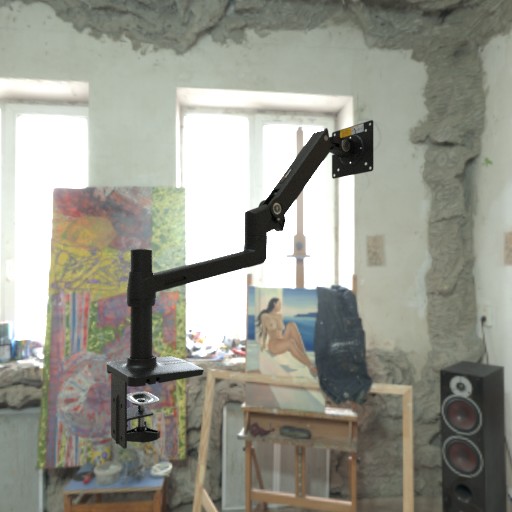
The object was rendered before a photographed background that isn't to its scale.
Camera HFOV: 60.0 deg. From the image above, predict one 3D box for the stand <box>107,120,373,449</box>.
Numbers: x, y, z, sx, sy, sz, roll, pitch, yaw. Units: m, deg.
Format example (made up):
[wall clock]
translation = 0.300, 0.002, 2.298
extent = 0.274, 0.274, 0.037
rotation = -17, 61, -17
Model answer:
[stand]
translation = 0.000, 0.000, 1.023
extent = 0.650, 0.713, 0.152
rotation = 0, 0, -36
